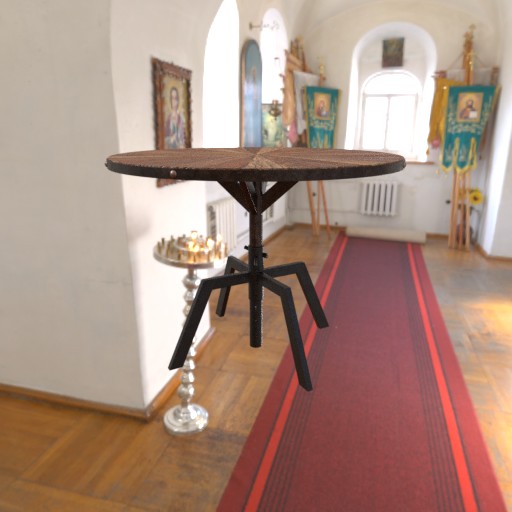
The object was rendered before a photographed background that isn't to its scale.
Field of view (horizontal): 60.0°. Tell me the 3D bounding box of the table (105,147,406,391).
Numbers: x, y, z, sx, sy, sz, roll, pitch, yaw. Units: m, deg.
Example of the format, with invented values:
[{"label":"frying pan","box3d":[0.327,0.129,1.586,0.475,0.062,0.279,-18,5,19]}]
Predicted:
[{"label":"table","box3d":[0.000,0.000,1.470,0.885,0.658,0.885,0,17,0]}]
